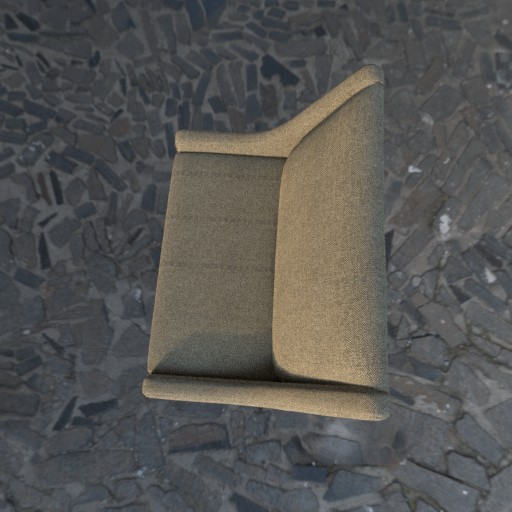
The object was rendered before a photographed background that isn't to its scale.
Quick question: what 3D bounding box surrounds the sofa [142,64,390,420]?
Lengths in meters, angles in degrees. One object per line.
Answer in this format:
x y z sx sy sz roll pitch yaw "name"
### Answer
0.000 0.000 1.917 0.870 1.021 1.242 4 74 1 "sofa"
